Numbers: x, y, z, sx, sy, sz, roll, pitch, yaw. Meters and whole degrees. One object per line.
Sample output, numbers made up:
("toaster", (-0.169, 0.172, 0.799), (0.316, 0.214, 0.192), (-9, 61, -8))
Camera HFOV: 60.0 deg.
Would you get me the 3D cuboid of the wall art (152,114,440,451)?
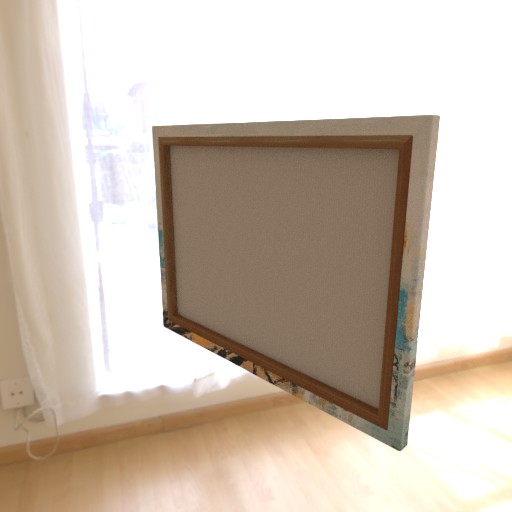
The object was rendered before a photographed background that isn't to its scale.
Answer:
("wall art", (0.000, 0.000, 1.314), (0.038, 0.762, 1.016), (-14, 20, -42))
